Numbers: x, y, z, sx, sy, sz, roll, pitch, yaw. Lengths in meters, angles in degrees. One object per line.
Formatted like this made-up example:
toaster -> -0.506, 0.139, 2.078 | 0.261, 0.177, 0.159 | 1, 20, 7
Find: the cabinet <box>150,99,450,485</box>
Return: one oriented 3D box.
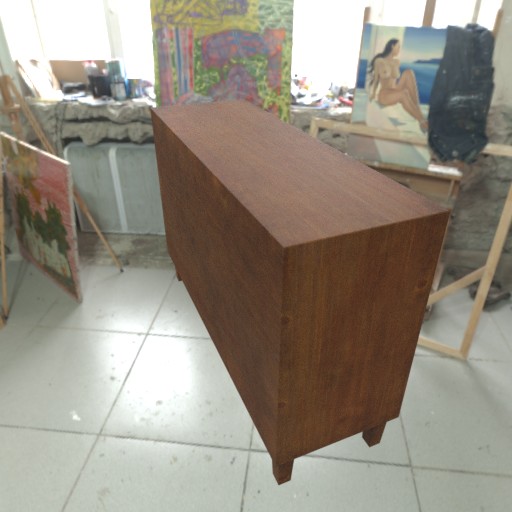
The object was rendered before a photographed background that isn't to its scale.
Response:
cabinet -> 0.000, 0.000, 1.569 | 0.403, 0.805, 1.204 | -13, 33, -20
